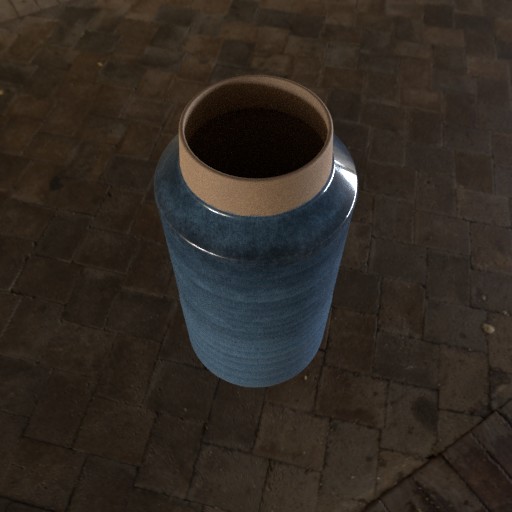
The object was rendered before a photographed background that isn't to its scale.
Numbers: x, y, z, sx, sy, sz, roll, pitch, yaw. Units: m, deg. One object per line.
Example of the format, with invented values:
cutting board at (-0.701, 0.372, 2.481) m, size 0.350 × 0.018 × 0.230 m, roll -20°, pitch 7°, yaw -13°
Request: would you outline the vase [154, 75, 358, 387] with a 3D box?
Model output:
vase at (0.000, 0.000, 0.410) m, size 0.163 × 0.316 × 0.163 m, roll 0°, pitch 59°, yaw 0°
